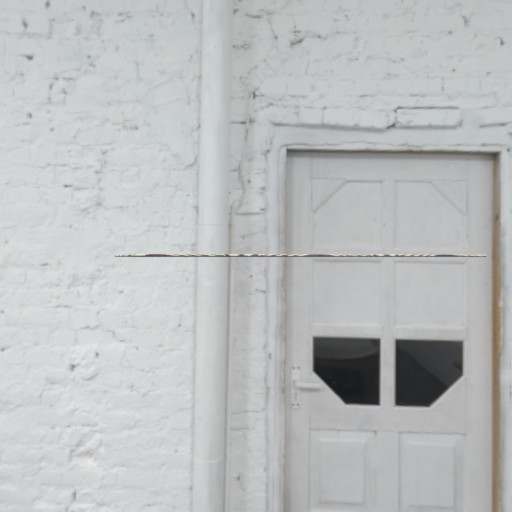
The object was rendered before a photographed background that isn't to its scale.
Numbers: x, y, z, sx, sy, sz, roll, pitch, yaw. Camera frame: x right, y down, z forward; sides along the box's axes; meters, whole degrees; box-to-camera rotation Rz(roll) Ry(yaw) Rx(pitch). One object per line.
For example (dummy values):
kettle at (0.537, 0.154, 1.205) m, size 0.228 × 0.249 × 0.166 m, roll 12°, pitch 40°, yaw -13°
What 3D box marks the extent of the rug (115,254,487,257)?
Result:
rug at (0.000, 0.000, 4.188) m, size 2.438 × 0.016 × 3.048 m, roll 0°, pitch 0°, yaw -20°
